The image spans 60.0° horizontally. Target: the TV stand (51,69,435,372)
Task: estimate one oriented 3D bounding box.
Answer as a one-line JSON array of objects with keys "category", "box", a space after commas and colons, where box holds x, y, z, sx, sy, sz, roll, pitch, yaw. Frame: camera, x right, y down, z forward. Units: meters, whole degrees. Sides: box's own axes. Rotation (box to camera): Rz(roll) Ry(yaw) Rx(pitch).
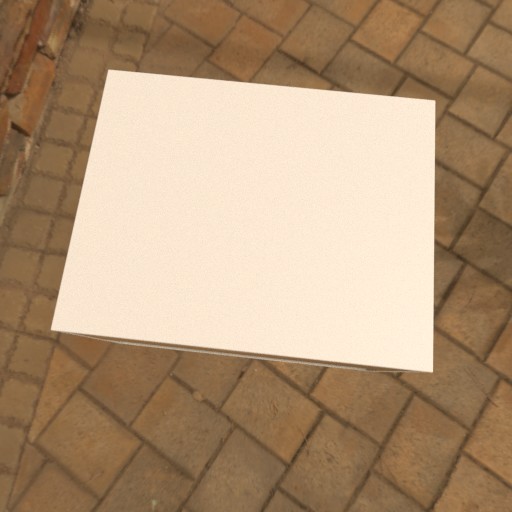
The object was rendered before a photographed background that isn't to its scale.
[{"category": "TV stand", "box": [0.000, 0.000, 0.905, 0.508, 0.559, 0.405, 6, 76, 2]}]
